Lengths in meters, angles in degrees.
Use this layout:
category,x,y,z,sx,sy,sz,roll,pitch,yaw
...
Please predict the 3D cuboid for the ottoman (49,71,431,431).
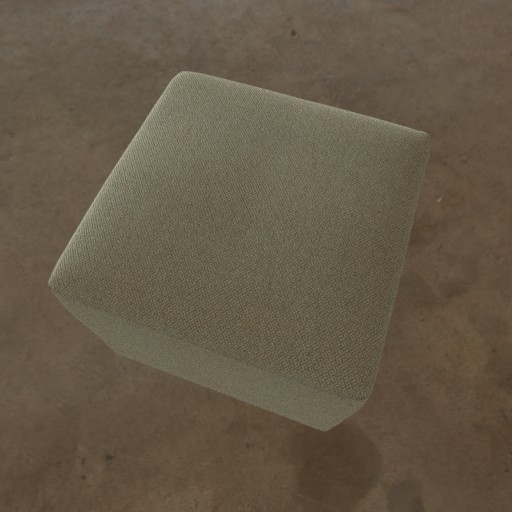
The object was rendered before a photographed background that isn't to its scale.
category,x,y,z,sx,sy,sz,roll,pitch,yaw
ottoman,0.000,0.000,0.909,0.521,0.453,0.512,18,65,9
